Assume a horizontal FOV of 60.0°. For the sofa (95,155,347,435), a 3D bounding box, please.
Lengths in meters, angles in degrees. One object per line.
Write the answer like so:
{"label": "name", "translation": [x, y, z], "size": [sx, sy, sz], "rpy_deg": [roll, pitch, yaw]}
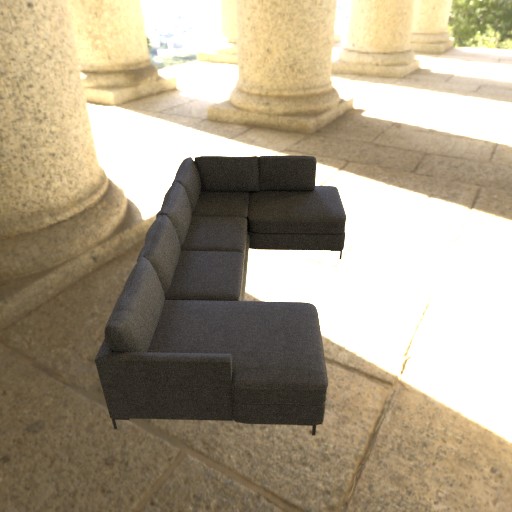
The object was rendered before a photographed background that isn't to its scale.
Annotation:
{"label": "sofa", "translation": [0.000, 0.000, 4.436], "size": [2.048, 0.999, 3.423], "rpy_deg": [1, 32, 1]}
